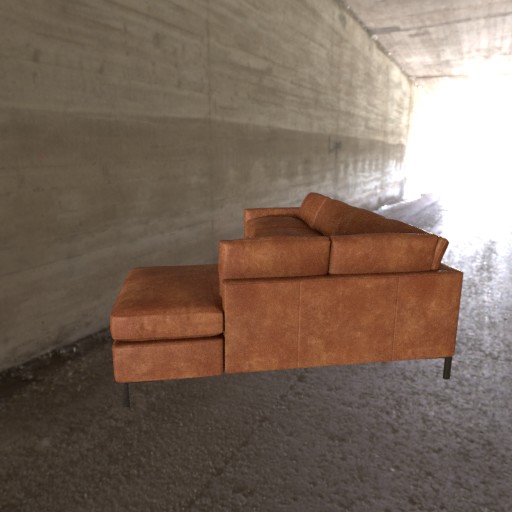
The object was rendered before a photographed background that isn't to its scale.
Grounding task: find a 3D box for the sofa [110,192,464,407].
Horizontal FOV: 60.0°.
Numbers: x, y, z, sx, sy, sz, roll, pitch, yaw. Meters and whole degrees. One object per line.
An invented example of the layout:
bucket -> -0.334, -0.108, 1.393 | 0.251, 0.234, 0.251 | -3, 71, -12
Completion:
sofa -> 0.000, 0.000, 3.775 | 1.938, 0.877, 2.984 | -2, 14, -8
